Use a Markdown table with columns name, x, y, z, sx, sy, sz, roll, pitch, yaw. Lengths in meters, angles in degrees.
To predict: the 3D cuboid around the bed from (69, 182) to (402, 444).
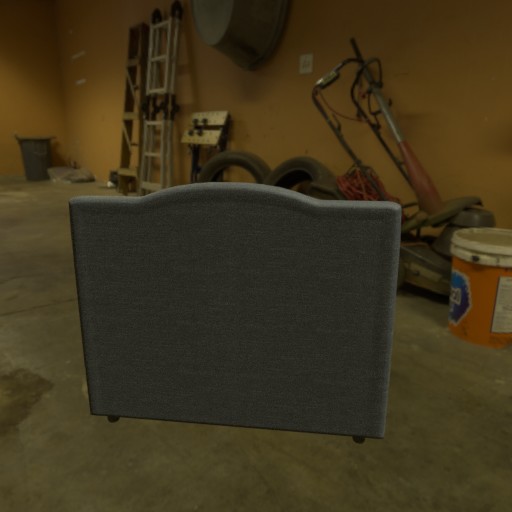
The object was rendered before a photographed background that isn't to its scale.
| name | x | y | z | sx | sy | sz | roll | pitch | yaw |
| --- | --- | --- | --- | --- | --- | --- | --- | --- | --- |
| bed | 0.000 | 0.000 | 3.541 | 1.747 | 1.441 | 2.507 | 2 | 16 | 7 |
